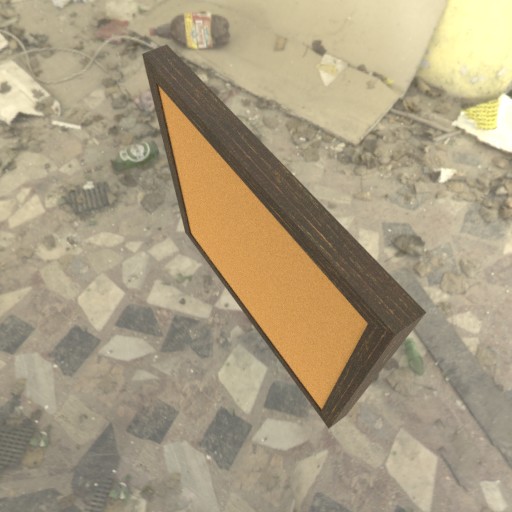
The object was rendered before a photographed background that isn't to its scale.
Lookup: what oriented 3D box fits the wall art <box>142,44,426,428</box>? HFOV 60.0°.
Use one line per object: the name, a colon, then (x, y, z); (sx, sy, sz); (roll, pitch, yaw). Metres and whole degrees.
wall art: (0.000, 0.000, 0.530); (0.031, 0.330, 0.381); (-30, 63, -17)
